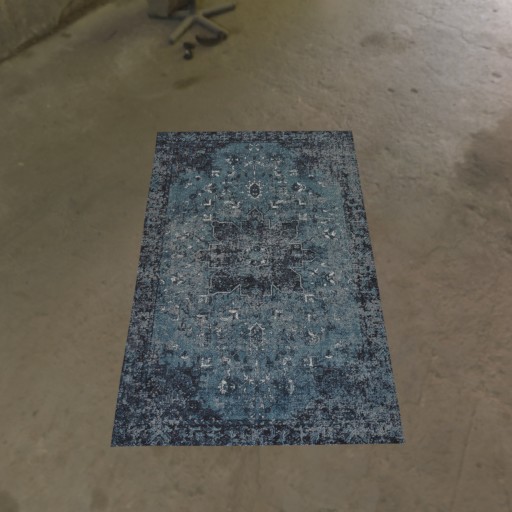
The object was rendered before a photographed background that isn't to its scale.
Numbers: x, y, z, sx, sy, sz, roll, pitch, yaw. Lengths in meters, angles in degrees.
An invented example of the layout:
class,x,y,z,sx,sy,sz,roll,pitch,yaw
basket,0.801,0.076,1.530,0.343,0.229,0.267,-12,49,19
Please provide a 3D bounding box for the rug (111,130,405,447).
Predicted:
class,x,y,z,sx,sy,sz,roll,pitch,yaw
rug,0.000,0.000,2.301,1.219,0.005,1.828,0,59,0
